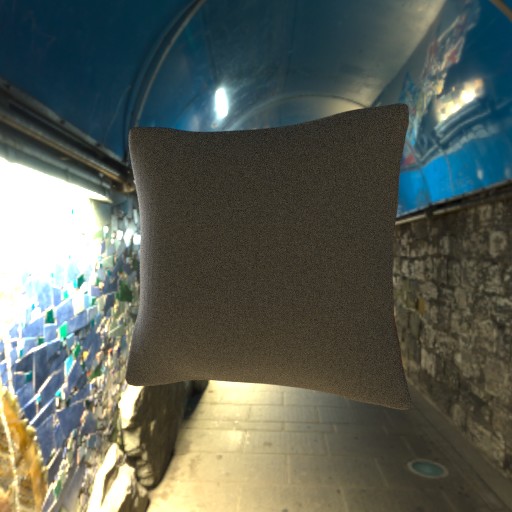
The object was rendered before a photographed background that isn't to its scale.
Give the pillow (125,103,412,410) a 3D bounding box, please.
[{"bbox_3d":[0.000,0.000,0.659,0.437,0.419,0.136,0,0,16],"label":"pillow"}]
